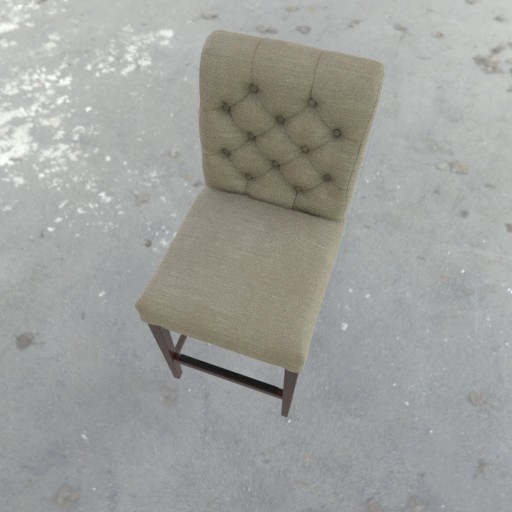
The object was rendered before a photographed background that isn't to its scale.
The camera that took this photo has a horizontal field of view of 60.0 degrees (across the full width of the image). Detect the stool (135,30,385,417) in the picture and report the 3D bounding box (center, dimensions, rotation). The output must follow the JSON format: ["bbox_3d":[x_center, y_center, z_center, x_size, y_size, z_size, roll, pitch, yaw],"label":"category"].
[{"bbox_3d":[0.000,0.000,1.407,0.486,1.084,0.660,16,59,10],"label":"stool"}]
